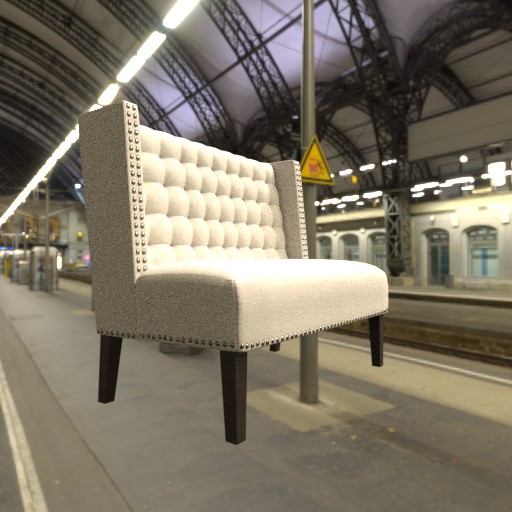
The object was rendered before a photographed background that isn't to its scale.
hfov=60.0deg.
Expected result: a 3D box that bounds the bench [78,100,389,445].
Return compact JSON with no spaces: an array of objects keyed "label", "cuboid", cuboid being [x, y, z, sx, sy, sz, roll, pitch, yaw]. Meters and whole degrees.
[{"label":"bench","cuboid":[0.000,0.000,2.014,0.847,1.123,1.280,0,-1,36]}]
